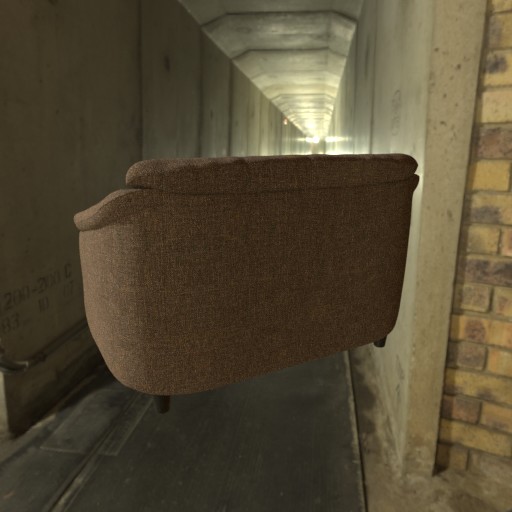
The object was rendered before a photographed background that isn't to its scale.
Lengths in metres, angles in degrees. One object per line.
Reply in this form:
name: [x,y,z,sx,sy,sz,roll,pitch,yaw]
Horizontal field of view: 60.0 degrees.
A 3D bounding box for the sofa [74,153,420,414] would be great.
sofa: [0.000,0.000,1.953,1.404,0.895,0.799,-8,17,-28]
